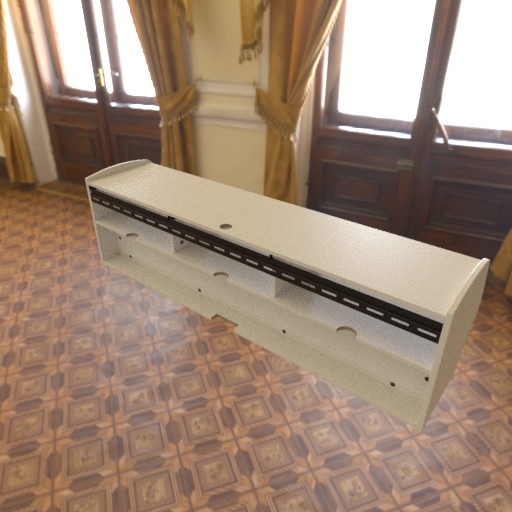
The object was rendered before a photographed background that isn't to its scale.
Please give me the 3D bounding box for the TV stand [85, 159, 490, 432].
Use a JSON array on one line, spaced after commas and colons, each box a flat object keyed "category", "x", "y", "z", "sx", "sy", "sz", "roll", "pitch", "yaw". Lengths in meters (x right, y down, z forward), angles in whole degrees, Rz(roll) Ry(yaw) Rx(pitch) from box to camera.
[{"category": "TV stand", "x": 0.000, "y": 0.000, "z": 1.648, "sx": 1.473, "sy": 0.424, "sz": 0.397, "roll": 21, "pitch": 36, "yaw": 33}]
